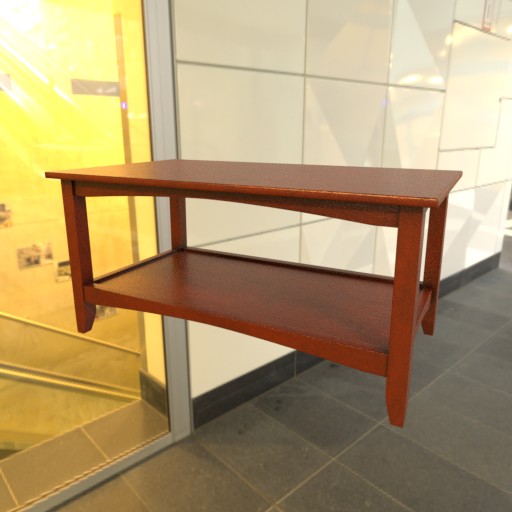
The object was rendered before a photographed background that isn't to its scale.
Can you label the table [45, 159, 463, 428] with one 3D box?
[{"bbox_3d":[0.000,0.000,1.208,0.943,0.456,0.533,8,18,27],"label":"table"}]
